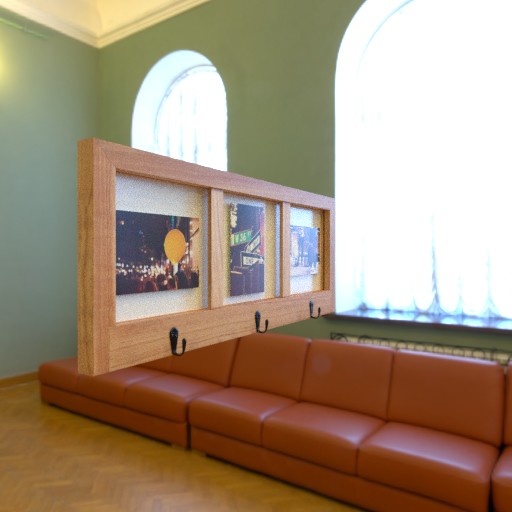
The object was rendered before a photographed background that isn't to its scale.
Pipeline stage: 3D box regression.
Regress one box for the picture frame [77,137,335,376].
[{"bbox_3d":[0.000,0.000,0.677,0.045,0.234,0.582,0,0,34],"label":"picture frame"}]
